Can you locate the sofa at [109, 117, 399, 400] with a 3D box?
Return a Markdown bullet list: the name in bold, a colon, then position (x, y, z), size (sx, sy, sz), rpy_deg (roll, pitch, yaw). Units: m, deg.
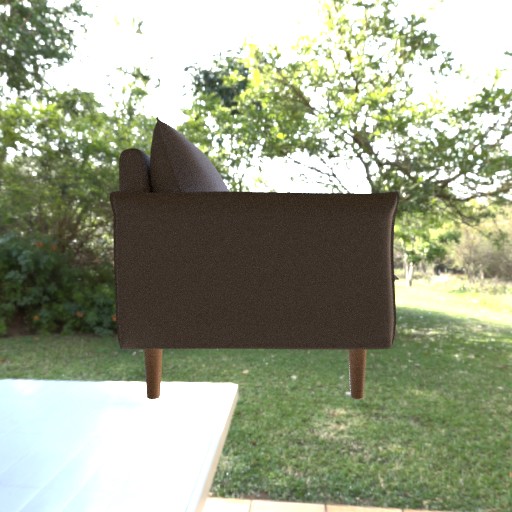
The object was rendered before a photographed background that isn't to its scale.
- **sofa**: position (0.000, 0.000, 1.857), size (0.820, 0.840, 1.300), rpy_deg (0, 1, 0)
